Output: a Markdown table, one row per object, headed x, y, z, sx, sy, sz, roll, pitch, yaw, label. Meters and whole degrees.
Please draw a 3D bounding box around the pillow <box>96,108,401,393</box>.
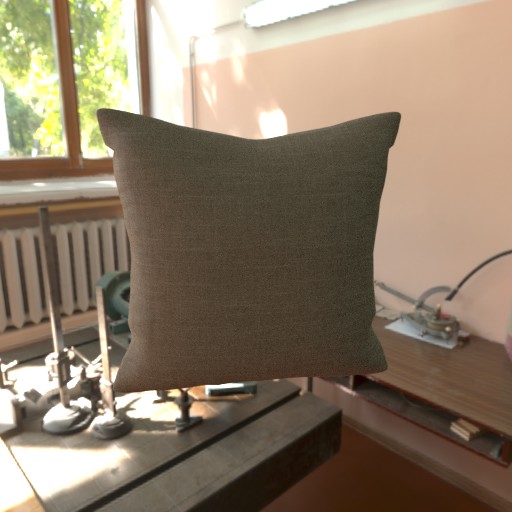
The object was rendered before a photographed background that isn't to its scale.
| x | y | z | sx | sy | sz | roll | pitch | yaw | label |
| --- | --- | --- | --- | --- | --- | --- | --- | --- | --- |
| 0.000 | 0.000 | 0.638 | 0.424 | 0.400 | 0.169 | -2 | 14 | -8 | pillow |
